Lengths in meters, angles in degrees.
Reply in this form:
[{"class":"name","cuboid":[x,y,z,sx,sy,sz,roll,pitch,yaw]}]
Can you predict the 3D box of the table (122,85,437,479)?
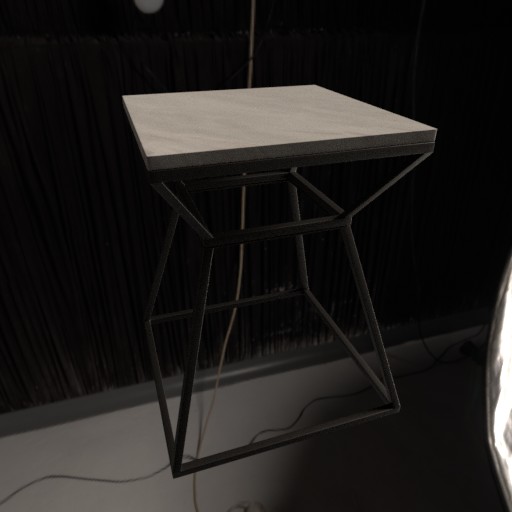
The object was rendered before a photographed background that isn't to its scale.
[{"class":"table","cuboid":[0.000,0.000,0.875,0.455,0.559,0.455,-9,31,-16]}]
